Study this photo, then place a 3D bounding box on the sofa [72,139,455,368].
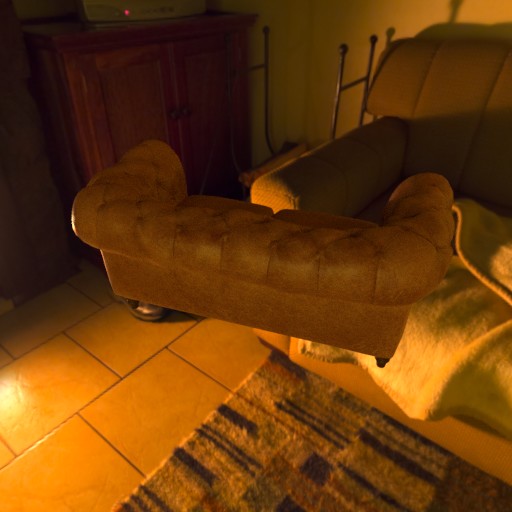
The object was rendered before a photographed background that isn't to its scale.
[{"bbox_3d":[0.000,0.000,2.511,1.979,0.877,1.042,11,35,16],"label":"sofa"}]
